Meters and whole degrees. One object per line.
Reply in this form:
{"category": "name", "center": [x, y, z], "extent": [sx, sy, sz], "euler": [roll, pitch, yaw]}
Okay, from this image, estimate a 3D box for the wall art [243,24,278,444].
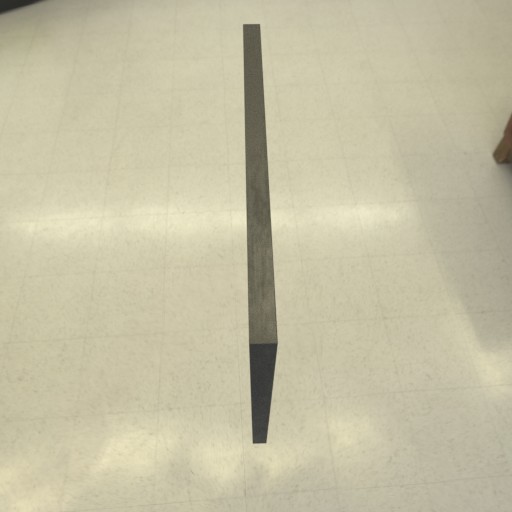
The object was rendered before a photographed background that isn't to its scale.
{"category": "wall art", "center": [0.000, 0.000, 1.123], "extent": [0.039, 0.763, 0.763], "euler": [-1, 58, -1]}
